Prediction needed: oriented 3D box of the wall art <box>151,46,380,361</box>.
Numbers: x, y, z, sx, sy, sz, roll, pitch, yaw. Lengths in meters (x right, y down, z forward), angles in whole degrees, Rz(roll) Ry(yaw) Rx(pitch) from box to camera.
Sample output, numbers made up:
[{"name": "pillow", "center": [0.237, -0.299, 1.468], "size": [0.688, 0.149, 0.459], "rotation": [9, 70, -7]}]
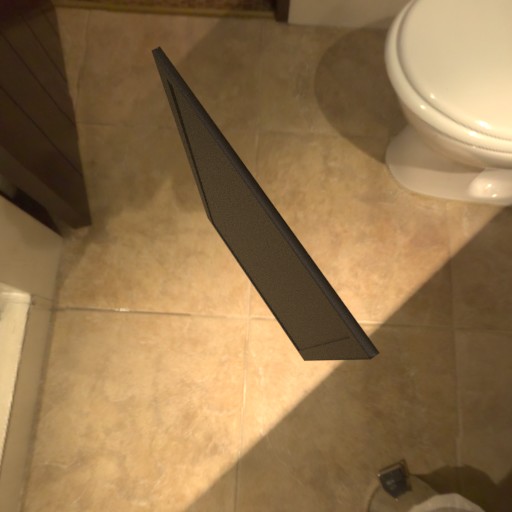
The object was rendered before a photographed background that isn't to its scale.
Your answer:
[{"name": "wall art", "center": [0.000, 0.000, 0.831], "size": [0.012, 0.661, 0.451], "rotation": [-33, 79, -7]}]
